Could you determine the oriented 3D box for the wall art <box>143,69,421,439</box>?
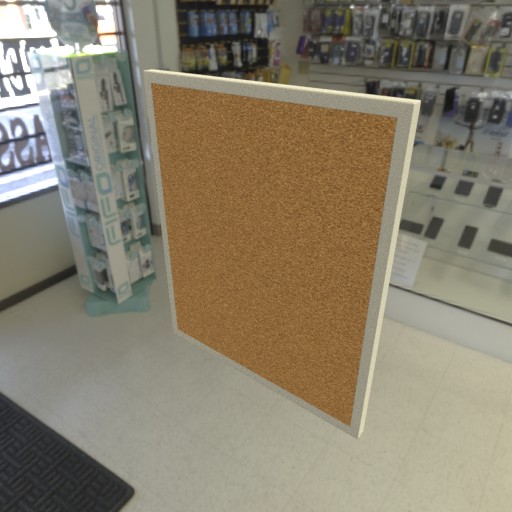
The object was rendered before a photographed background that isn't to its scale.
[{"bbox_3d":[0.000,0.000,0.729,0.444,0.536,0.020,21,36,33],"label":"wall art"}]
